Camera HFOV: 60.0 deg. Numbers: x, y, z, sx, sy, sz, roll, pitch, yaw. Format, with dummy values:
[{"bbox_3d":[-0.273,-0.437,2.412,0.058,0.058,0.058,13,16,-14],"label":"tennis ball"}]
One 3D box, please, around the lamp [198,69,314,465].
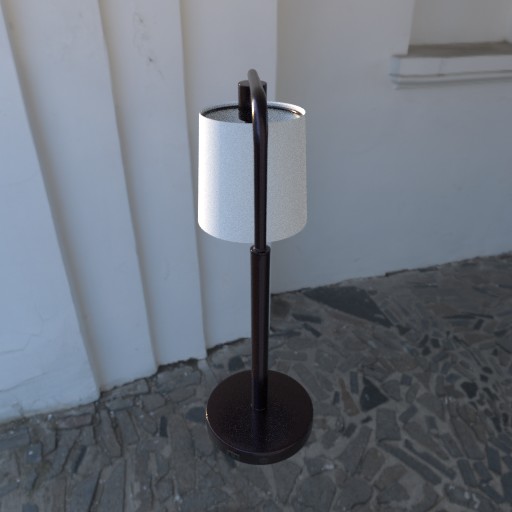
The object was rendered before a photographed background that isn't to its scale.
[{"bbox_3d":[0.000,0.000,0.645,0.171,0.489,0.333,-2,29,-3],"label":"lamp"}]
